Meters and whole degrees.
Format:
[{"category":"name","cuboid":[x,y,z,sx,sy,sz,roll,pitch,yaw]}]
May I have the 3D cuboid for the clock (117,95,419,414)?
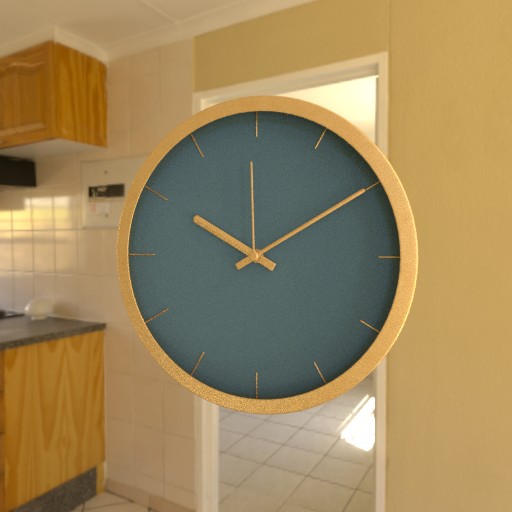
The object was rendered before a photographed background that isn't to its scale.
[{"category":"clock","cuboid":[0.000,0.000,0.455,0.314,0.314,0.040,1,2,20]}]
